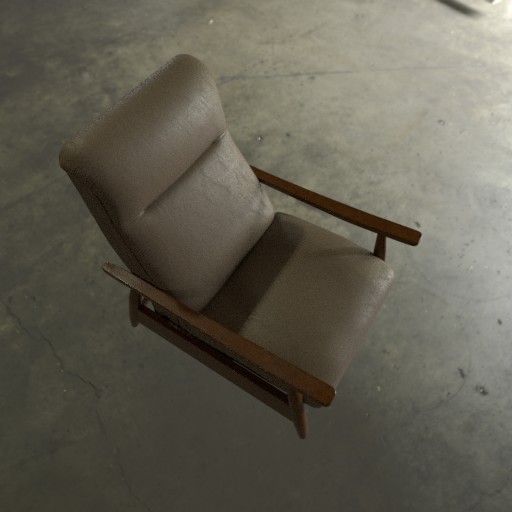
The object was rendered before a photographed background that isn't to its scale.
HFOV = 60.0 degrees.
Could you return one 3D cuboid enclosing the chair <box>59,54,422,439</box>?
[{"bbox_3d":[0.000,0.000,1.714,1.014,1.082,0.762,29,61,17],"label":"chair"}]
